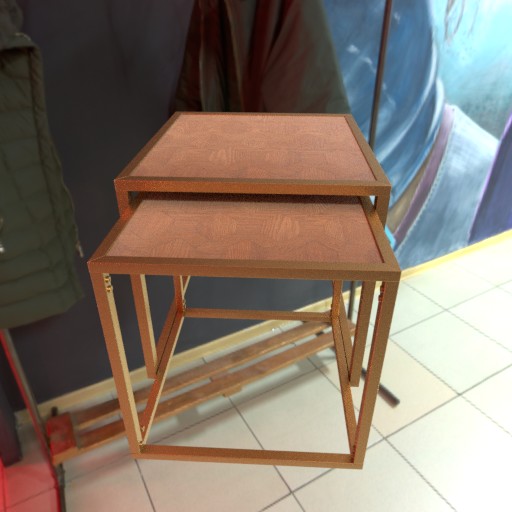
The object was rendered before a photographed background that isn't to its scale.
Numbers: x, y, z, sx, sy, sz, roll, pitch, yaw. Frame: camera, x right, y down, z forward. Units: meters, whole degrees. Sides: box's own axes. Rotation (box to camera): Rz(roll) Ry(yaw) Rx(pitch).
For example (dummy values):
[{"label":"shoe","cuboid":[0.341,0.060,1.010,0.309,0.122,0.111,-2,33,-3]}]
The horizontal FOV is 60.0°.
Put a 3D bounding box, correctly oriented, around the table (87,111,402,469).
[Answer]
[{"label":"table","cuboid":[0.000,0.000,1.070,0.505,0.505,0.762,1,31,2]}]
